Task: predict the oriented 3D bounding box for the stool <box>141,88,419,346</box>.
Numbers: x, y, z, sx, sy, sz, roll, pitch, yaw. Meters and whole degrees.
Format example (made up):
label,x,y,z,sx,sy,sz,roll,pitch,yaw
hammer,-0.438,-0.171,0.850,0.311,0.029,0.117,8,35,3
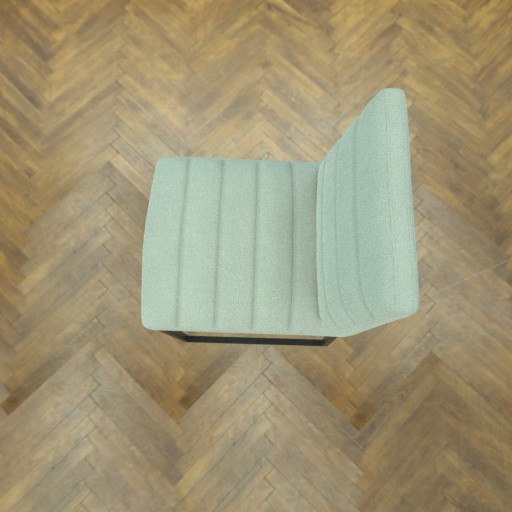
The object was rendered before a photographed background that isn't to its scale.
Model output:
label,x,y,z,sx,sy,sz,roll,pitch,yaw
stool,0.000,0.000,1.256,0.567,0.971,0.459,2,75,0
